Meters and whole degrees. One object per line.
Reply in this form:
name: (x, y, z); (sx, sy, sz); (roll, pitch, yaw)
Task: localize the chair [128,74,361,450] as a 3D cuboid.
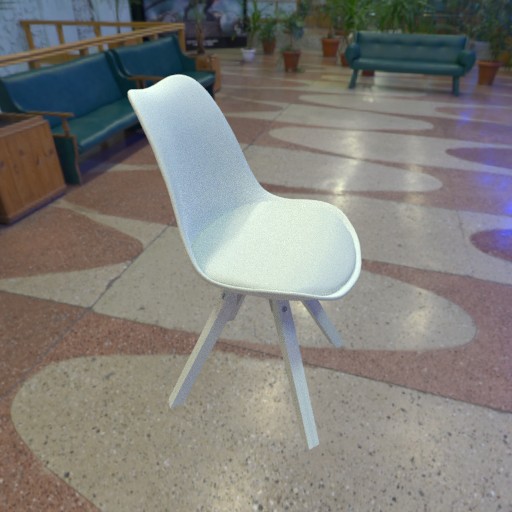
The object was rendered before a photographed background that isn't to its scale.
chair: (0.000, 0.000, 1.186); (0.550, 0.850, 0.485); (10, 33, 16)
